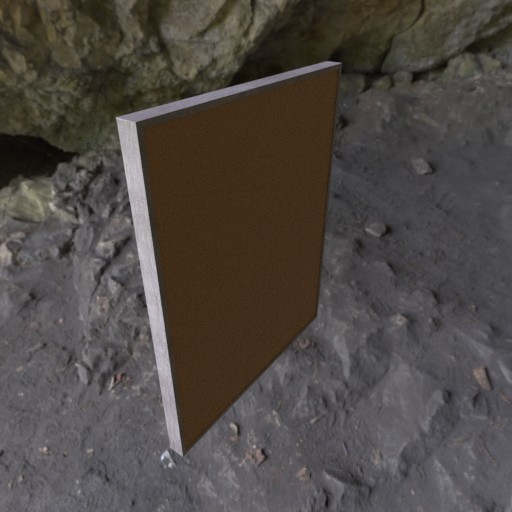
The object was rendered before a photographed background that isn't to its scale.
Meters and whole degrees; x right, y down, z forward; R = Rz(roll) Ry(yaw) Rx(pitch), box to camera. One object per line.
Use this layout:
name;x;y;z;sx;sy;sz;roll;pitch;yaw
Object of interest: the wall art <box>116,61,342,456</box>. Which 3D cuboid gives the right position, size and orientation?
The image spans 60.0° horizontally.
wall art;0.000;0.000;0.706;0.032;0.521;0.421;21;38;30
